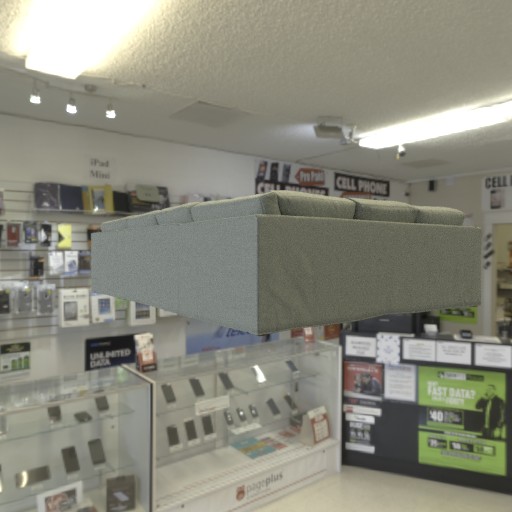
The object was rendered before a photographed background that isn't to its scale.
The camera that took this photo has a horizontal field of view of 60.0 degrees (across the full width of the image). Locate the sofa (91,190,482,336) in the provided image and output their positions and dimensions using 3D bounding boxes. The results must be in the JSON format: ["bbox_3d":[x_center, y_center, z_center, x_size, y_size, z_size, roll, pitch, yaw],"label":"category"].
[{"bbox_3d":[0.000,0.000,4.590,2.427,0.882,3.460,0,1,-35],"label":"sofa"}]
